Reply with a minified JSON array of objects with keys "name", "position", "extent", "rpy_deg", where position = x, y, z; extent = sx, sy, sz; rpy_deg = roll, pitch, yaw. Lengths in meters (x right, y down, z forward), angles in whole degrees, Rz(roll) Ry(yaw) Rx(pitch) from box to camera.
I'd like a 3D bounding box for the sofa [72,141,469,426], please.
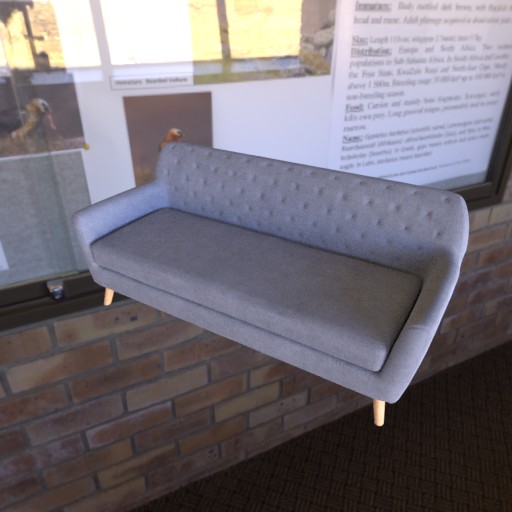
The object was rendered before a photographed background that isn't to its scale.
[{"name":"sofa","position":[0.000,0.000,2.396],"extent":[1.970,0.830,0.830],"rpy_deg":[17,34,27]}]
